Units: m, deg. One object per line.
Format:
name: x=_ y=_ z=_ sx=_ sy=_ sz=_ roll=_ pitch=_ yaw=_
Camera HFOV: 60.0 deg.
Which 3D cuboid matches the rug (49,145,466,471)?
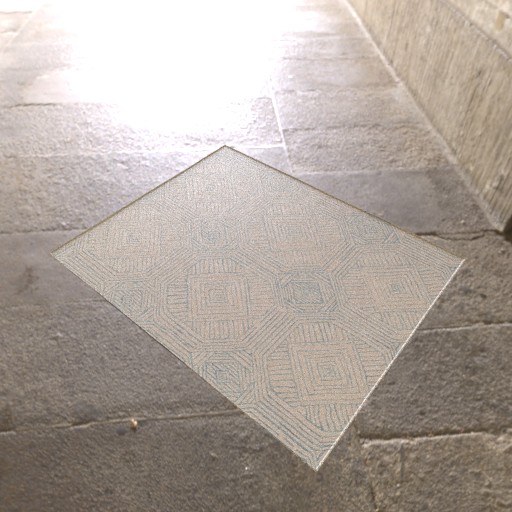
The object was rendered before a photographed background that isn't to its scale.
rug: x=0.000 y=0.000 z=4.157 sx=3.049 sy=0.015 sz=2.457 roll=31 pitch=53 yaw=27
